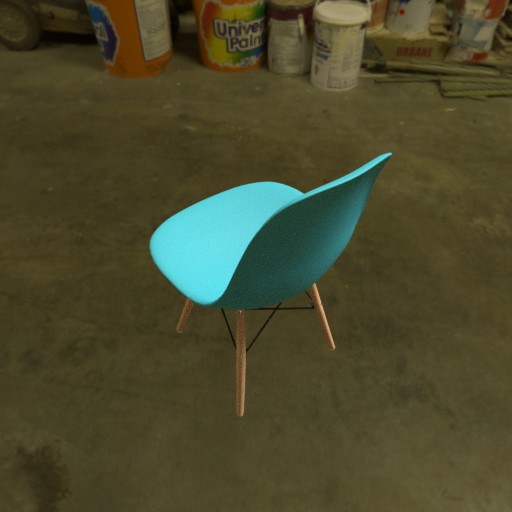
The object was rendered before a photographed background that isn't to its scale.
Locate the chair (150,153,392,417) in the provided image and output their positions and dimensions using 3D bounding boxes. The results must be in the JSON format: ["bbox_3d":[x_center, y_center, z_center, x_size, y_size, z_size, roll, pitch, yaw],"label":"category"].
[{"bbox_3d":[0.000,0.000,1.153,0.470,0.826,0.531,-29,53,-24],"label":"chair"}]
